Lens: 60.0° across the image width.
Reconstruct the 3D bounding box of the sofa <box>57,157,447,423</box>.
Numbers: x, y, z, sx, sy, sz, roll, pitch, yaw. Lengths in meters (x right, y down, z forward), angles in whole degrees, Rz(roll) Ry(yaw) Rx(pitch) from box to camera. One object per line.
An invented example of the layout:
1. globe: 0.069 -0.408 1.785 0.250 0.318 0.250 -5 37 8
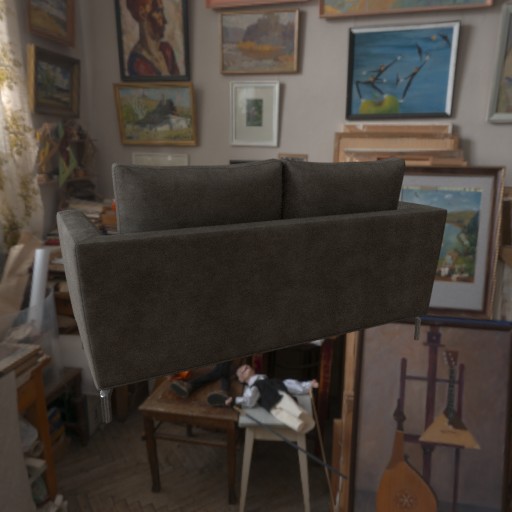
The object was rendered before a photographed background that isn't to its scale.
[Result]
1. sofa: 0.000 0.000 2.324 1.832 1.013 0.855 -7 16 -26
